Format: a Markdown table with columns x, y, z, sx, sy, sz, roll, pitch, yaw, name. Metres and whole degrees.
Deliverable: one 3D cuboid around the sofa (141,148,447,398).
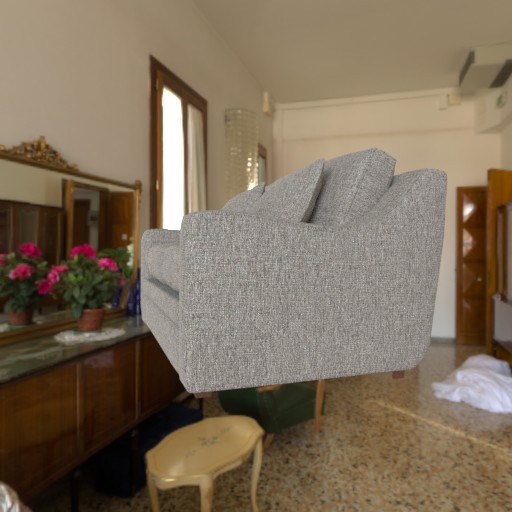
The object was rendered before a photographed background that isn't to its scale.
| x | y | z | sx | sy | sz | roll | pitch | yaw | name |
| --- | --- | --- | --- | --- | --- | --- | --- | --- | --- |
| 0.000 | 0.000 | 2.472 | 1.120 | 0.991 | 1.778 | 0 | 1 | -19 | sofa |
